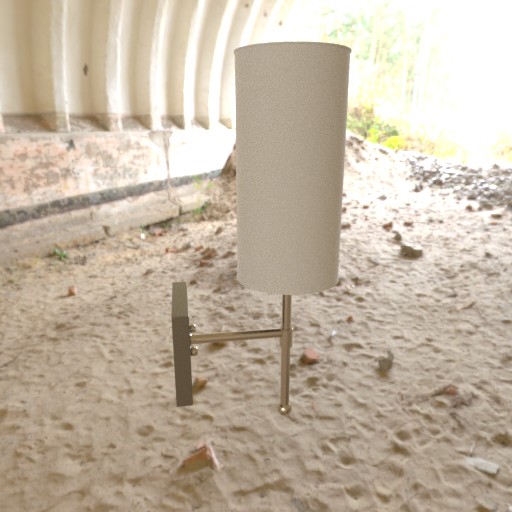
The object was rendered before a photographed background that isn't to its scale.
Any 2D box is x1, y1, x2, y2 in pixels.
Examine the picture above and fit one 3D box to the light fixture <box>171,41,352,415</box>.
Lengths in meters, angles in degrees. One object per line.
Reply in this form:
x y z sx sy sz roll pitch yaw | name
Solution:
0.000 0.000 0.544 0.208 0.462 0.128 -3 17 -9 | light fixture
